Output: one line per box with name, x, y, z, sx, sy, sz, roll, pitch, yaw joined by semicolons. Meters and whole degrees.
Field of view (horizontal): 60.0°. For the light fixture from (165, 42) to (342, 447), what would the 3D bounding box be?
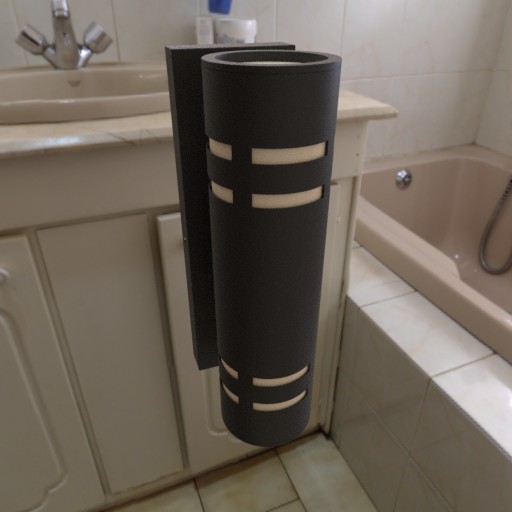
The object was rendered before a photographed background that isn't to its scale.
light fixture;0.000;0.000;0.394;0.105;0.330;0.149;-10;32;-17
